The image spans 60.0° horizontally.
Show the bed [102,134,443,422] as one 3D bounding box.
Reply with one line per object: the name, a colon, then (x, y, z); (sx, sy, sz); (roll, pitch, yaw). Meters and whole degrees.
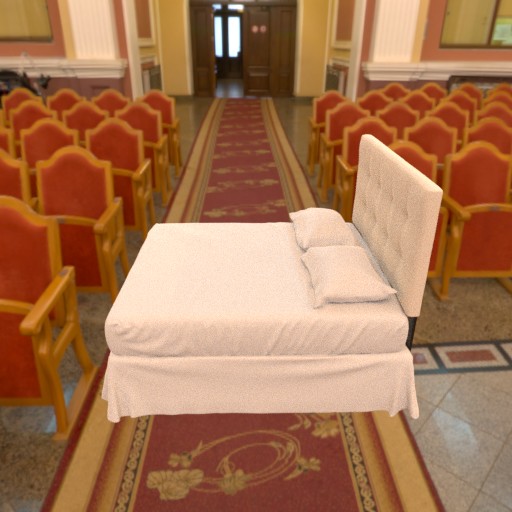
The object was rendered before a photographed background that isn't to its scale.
bed: (0.000, 0.000, 3.487); (2.222, 1.577, 1.936); (0, 26, -1)
